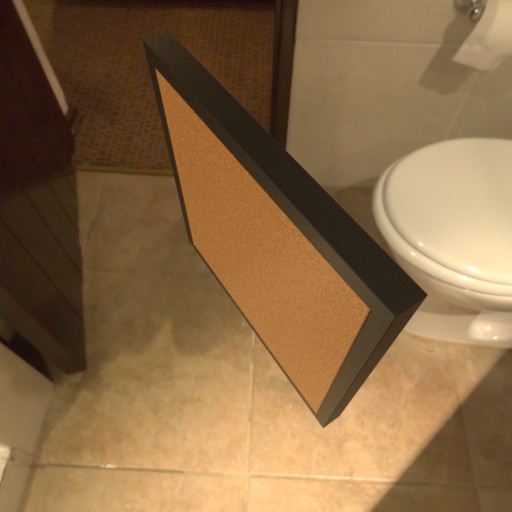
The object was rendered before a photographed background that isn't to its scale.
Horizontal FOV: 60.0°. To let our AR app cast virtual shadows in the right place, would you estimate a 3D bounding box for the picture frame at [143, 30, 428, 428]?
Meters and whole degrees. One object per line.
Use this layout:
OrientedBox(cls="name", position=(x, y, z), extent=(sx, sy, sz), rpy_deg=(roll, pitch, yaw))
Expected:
OrientedBox(cls="picture frame", position=(0.000, 0.000, 0.509), extent=(0.029, 0.353, 0.355), rpy_deg=(-30, 63, -17))
